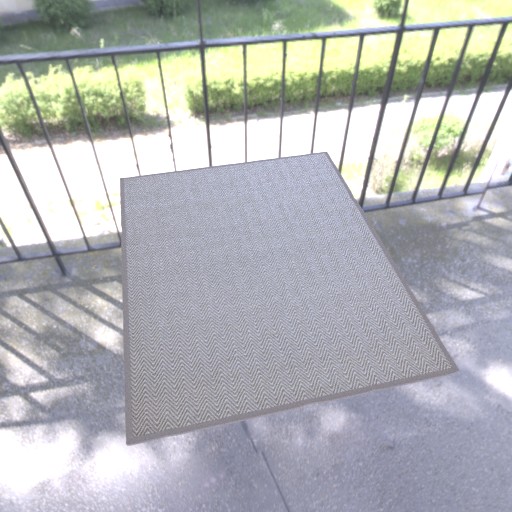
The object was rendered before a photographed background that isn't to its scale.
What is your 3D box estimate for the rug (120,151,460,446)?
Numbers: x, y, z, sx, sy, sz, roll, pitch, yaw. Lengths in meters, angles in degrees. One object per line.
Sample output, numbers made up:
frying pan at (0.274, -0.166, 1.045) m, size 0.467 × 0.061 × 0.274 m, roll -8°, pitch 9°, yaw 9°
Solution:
rug at (0.000, 0.000, 4.113) m, size 2.434 × 0.032 × 3.007 m, roll -9°, pitch 47°, yaw -9°
